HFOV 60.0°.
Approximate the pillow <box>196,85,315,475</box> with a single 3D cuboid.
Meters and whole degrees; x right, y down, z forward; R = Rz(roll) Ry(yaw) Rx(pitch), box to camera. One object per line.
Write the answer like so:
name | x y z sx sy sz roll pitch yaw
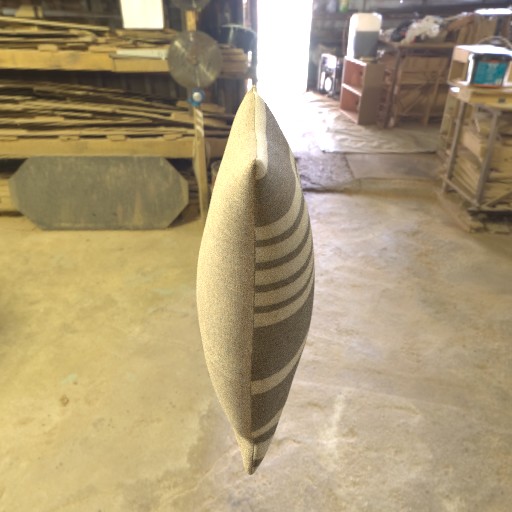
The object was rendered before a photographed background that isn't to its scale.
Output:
pillow | 0.000 0.000 0.681 0.182 0.440 0.439 0 31 0
